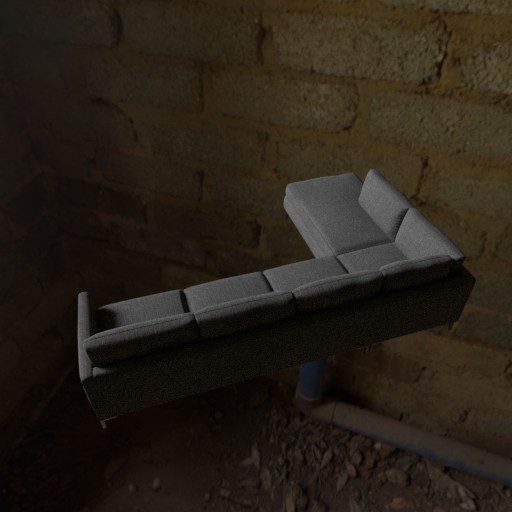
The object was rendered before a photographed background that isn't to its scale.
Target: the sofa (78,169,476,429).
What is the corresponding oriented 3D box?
[{"bbox_3d":[0.000,0.000,3.872,2.949,0.815,2.007,-12,42,-13],"label":"sofa"}]
